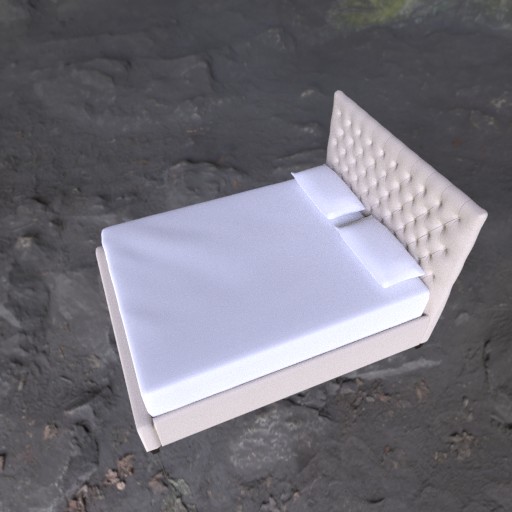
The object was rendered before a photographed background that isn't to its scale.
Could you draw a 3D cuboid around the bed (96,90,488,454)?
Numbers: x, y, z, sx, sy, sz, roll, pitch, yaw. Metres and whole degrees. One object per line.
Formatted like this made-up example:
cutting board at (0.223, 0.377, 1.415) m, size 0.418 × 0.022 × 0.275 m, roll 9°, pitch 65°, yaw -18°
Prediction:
bed at (0.000, 0.000, 3.275) m, size 2.233 × 1.426 × 1.696 m, roll -17°, pitch 48°, yaw -16°
